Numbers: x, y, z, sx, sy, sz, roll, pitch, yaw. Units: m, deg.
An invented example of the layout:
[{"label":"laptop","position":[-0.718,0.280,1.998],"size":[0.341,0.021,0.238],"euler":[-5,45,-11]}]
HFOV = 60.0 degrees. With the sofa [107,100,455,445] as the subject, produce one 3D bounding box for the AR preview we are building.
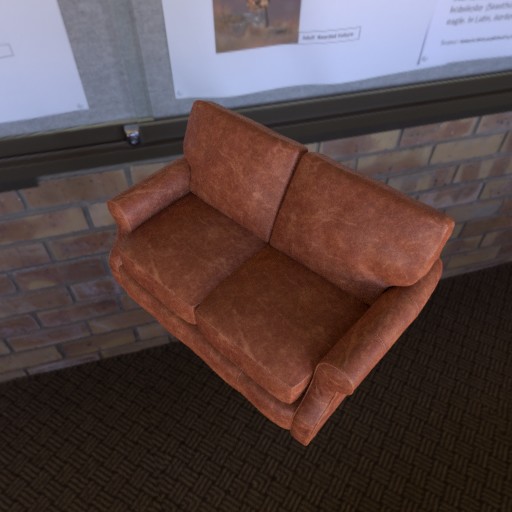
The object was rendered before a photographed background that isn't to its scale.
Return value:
[{"label":"sofa","position":[0.000,0.000,2.281],"size":[1.616,0.967,0.990],"euler":[34,56,27]}]
